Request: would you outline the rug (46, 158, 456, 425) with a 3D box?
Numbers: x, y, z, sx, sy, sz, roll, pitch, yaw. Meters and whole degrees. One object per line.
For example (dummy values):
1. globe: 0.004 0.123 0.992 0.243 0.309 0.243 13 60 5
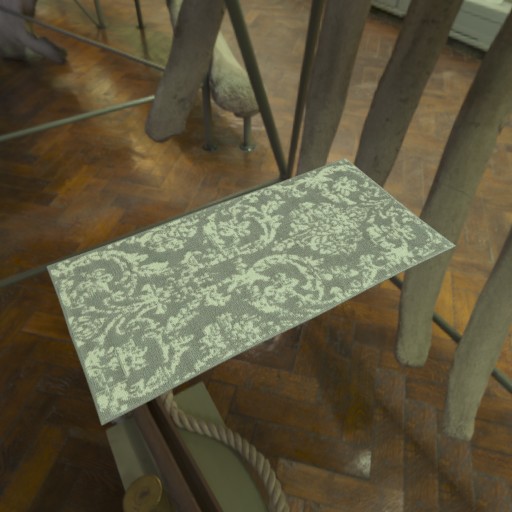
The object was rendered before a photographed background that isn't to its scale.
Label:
1. rug: 0.000 0.000 1.465 1.219 0.007 0.604 -23 50 -20
